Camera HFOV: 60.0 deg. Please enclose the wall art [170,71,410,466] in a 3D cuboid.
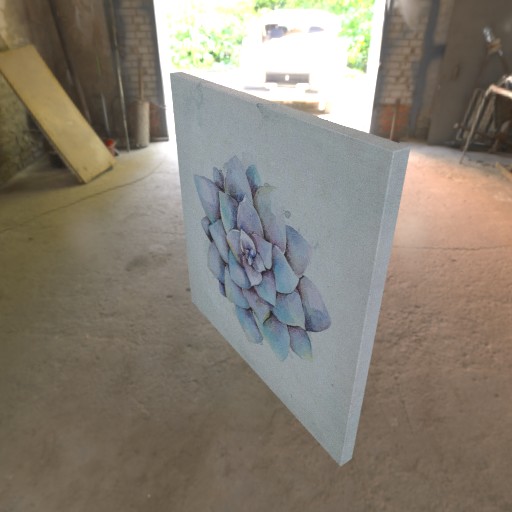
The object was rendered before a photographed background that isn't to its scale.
[{"bbox_3d":[0.000,0.000,1.115,0.038,0.762,0.762,-20,37,-28],"label":"wall art"}]
